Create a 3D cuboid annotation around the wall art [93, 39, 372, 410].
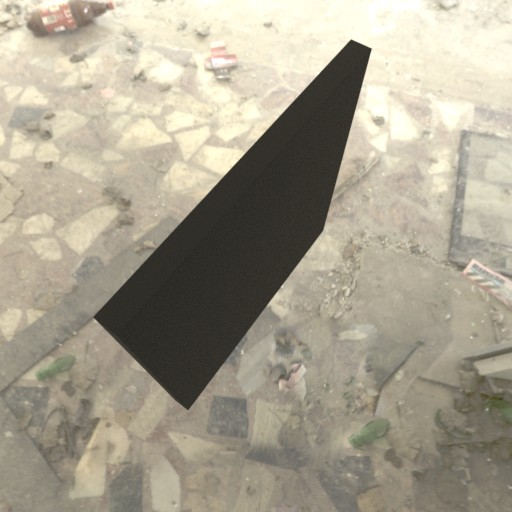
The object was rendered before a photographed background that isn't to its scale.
[{"bbox_3d":[0.000,0.000,0.685,0.030,0.458,0.462,33,68,15],"label":"wall art"}]
